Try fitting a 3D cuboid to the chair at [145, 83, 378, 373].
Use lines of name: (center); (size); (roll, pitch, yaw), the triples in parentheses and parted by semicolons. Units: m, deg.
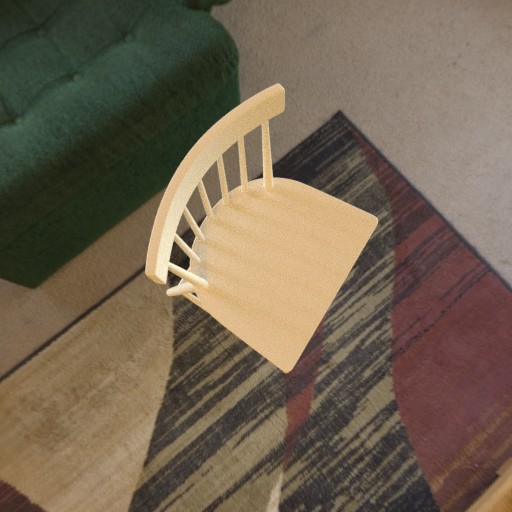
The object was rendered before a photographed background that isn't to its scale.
chair: (0.000, 0.000, 1.310); (0.572, 0.952, 0.483); (31, 78, 7)
